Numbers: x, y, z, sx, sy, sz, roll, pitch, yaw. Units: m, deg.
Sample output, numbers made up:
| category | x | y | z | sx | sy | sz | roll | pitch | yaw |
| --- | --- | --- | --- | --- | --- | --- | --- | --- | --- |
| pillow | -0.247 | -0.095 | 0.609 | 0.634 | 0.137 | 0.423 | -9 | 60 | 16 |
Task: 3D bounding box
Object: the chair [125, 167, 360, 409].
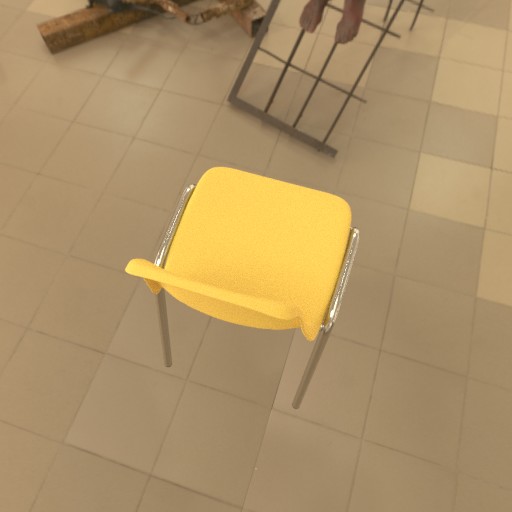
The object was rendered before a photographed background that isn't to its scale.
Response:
| category | x | y | z | sx | sy | sz | roll | pitch | yaw |
| --- | --- | --- | --- | --- | --- | --- | --- | --- | --- |
| chair | 0.000 | 0.000 | 0.899 | 0.381 | 0.653 | 0.436 | 16 | 65 | 7 |
